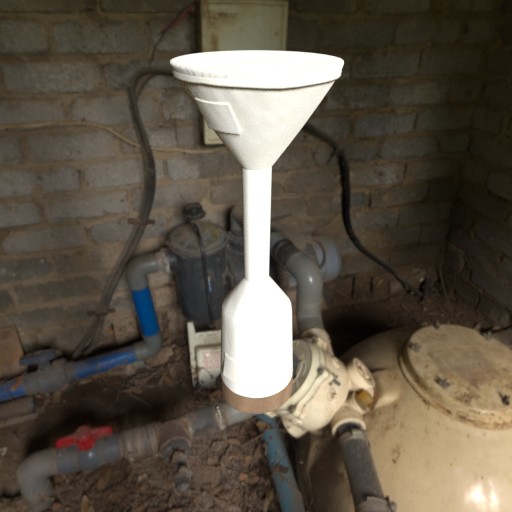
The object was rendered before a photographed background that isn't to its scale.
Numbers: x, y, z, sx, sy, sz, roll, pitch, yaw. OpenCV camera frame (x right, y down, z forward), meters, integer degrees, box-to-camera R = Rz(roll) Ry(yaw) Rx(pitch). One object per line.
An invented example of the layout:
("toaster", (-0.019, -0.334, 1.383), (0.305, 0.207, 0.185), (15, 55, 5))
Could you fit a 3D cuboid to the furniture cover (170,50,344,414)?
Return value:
("furniture cover", (0.000, 0.000, 2.948), (0.914, 2.413, 0.914), (19, 35, 30))
